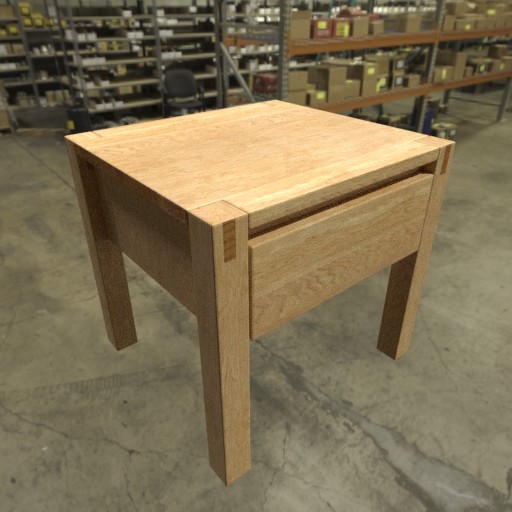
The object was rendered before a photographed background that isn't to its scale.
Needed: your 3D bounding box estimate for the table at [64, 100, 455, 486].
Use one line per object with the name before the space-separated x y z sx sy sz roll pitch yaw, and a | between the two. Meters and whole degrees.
table | 0.000 0.000 0.847 0.480 0.450 0.440 -23 37 -33
